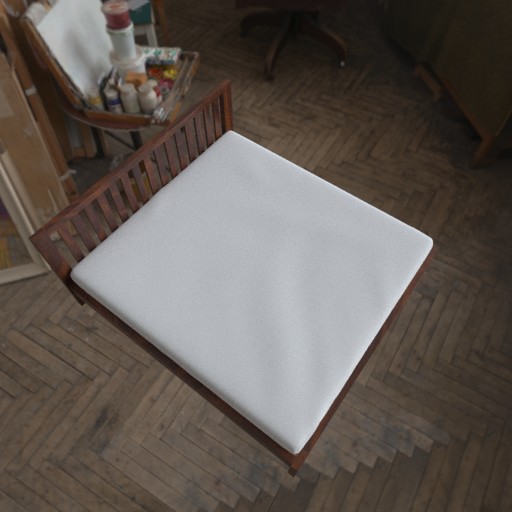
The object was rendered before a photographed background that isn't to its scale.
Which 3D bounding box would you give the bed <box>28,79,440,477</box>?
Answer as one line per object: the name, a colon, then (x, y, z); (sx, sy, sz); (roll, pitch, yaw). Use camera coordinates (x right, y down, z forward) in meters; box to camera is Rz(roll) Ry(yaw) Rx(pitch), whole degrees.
bed: (0.000, 0.000, 3.148); (2.030, 0.890, 1.905); (33, 63, 19)
